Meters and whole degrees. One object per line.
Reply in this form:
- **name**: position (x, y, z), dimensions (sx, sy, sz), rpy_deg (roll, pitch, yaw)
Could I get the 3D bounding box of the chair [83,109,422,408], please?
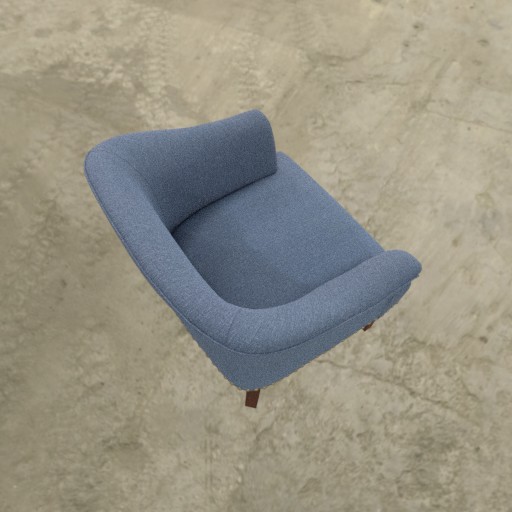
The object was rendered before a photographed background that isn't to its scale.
- **chair**: position (0.000, 0.000, 1.374), dimensions (0.704, 0.815, 0.772), rpy_deg (-31, 63, -18)
